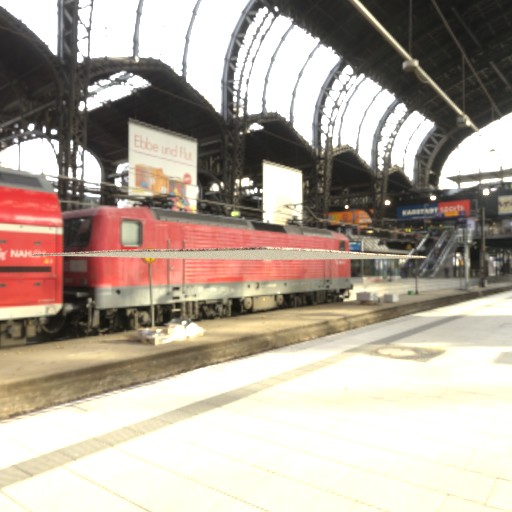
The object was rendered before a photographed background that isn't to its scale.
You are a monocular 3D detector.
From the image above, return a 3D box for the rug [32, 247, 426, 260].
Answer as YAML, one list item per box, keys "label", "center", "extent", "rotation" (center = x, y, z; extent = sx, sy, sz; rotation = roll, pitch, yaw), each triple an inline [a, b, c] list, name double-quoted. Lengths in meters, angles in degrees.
- label: "rug"
  center: [0.000, 0.000, 4.357]
  extent: [2.436, 0.024, 3.226]
  rotation: [-1, -2, 36]
